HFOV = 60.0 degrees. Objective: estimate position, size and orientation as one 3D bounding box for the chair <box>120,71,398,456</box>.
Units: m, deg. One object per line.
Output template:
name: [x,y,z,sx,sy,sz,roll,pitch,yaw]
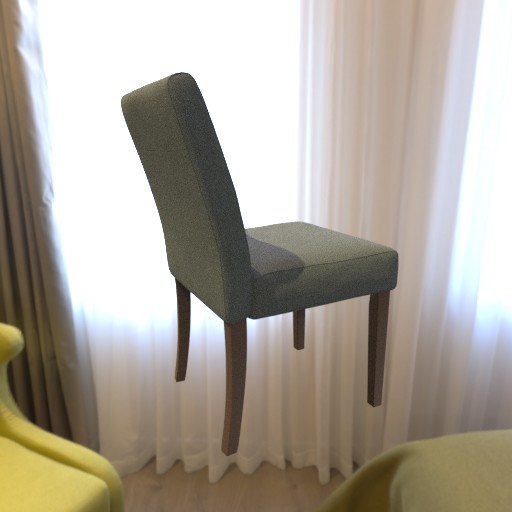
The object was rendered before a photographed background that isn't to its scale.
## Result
chair: [0.000,0.000,1.241,0.629,0.882,0.487,-8,17,-27]
